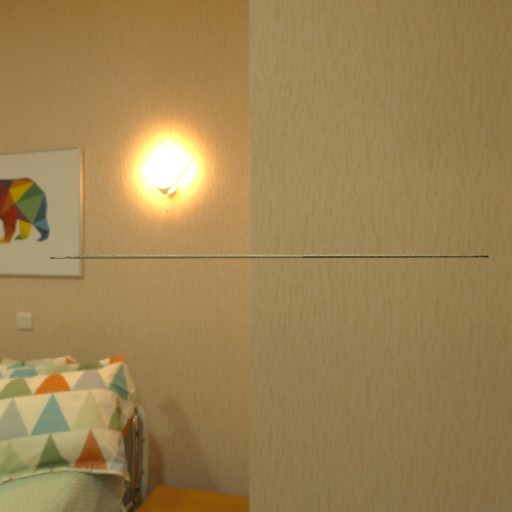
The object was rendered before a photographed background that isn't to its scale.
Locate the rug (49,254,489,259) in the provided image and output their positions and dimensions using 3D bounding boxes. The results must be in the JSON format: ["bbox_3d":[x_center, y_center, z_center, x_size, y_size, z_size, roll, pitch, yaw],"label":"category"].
[{"bbox_3d":[0.000,0.000,2.966,2.312,0.013,1.600,0,0,-17],"label":"rug"}]
